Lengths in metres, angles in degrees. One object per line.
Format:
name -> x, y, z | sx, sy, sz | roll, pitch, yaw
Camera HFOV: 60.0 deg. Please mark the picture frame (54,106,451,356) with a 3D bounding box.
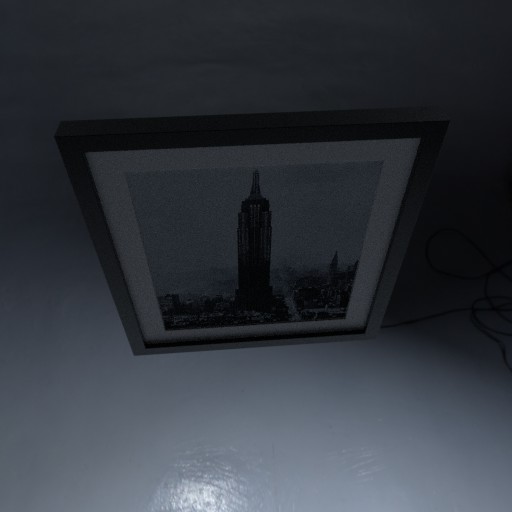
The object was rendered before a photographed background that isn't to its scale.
picture frame -> 0.000, 0.000, 0.531 | 0.355, 0.353, 0.029 | -3, 46, -3
